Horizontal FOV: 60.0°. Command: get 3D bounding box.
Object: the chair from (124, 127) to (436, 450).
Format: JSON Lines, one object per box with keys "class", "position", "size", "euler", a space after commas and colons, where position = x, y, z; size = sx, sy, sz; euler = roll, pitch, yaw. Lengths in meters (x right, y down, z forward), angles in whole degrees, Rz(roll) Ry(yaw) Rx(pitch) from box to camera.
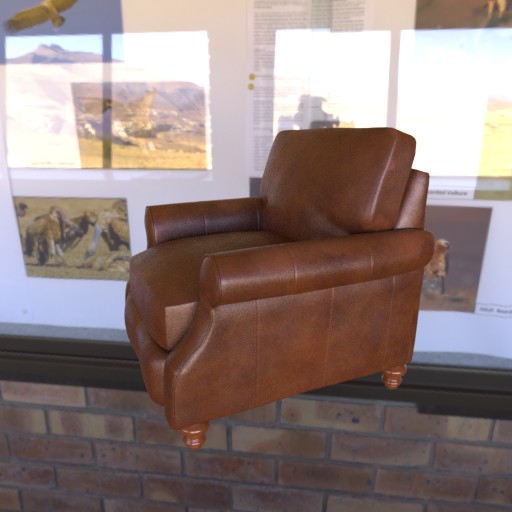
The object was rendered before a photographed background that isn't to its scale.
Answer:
{"class": "chair", "position": [0.000, 0.000, 1.736], "size": [0.992, 0.972, 0.989], "euler": [-8, 18, -24]}
